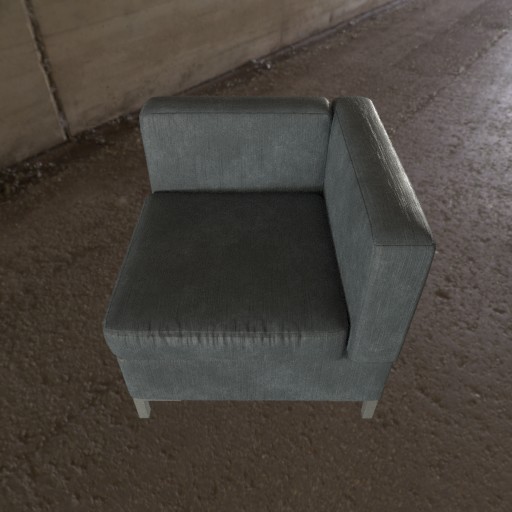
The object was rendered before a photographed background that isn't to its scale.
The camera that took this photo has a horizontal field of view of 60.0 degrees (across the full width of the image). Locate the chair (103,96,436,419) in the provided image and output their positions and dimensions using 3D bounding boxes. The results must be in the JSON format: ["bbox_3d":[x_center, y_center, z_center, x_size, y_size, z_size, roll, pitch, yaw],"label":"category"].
[{"bbox_3d":[0.000,0.000,1.228,0.680,0.660,0.680,0,42,0],"label":"chair"}]
